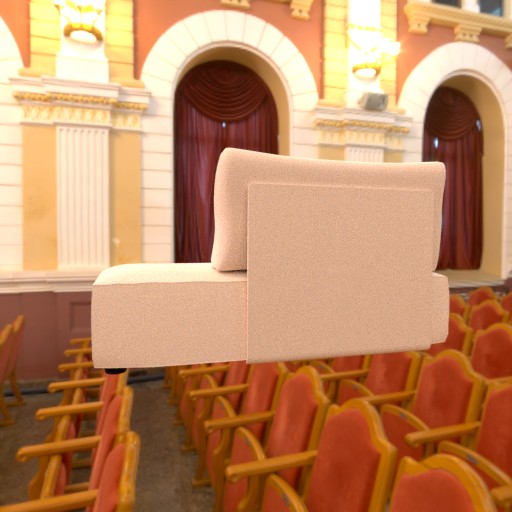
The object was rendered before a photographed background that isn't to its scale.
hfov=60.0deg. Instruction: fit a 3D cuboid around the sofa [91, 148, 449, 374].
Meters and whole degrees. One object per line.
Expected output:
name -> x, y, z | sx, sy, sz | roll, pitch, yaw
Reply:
sofa -> 0.000, 0.000, 2.153 | 1.450, 0.820, 1.000 | 0, 1, -17
